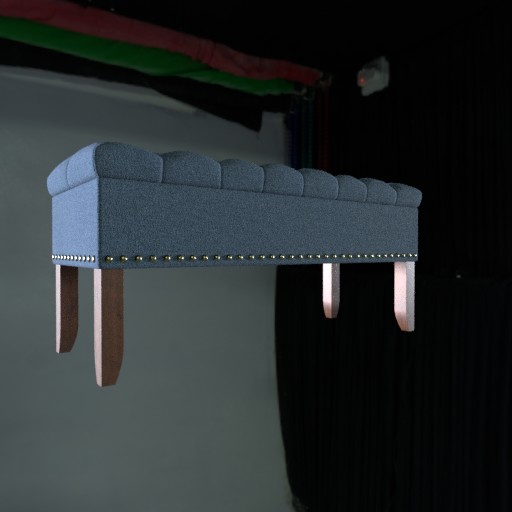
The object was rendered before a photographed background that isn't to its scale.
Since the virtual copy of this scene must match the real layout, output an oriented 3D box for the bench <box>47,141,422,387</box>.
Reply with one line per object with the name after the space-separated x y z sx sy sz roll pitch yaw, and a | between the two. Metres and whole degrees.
0.000 0.000 1.298 1.052 0.492 0.417 -1 1 -36 | bench
